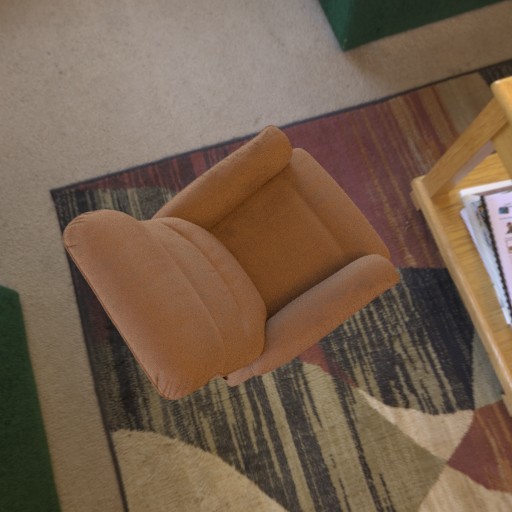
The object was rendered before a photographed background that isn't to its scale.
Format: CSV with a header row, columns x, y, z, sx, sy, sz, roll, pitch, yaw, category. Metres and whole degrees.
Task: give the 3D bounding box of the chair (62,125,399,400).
x,y,z,sx,sy,sz,roll,pitch,yaw,category
0.000,0.000,1.750,1.004,1.037,0.820,-35,78,-9,chair
